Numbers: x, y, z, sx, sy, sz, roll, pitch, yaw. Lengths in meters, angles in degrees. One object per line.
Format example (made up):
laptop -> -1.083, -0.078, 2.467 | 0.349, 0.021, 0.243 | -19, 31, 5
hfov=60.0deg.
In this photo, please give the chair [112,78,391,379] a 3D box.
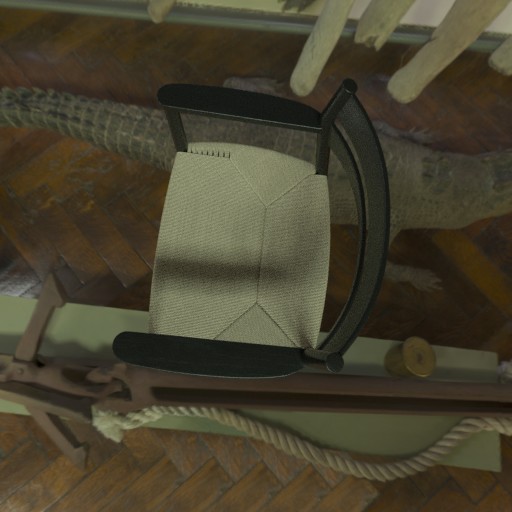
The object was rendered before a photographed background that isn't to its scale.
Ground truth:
chair -> 0.000, 0.000, 1.184 | 0.508, 0.775, 0.630 | 6, 76, 1
